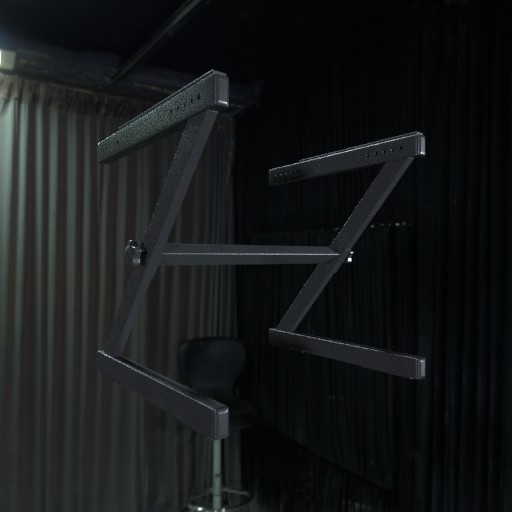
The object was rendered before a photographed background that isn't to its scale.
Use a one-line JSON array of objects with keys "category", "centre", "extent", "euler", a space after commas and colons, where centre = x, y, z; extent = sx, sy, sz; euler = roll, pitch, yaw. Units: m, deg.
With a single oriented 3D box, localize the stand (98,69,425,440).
[{"category": "stand", "centre": [0.000, 0.000, 1.148], "extent": [0.700, 0.617, 0.586], "euler": [0, 0, -38]}]
